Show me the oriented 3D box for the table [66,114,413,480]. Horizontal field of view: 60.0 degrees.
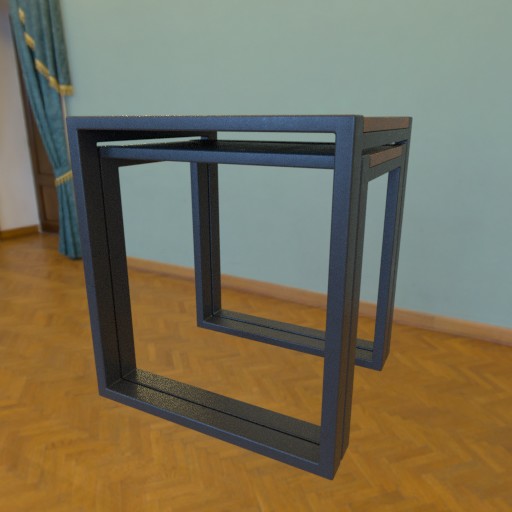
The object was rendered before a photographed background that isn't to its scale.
[{"bbox_3d":[0.000,0.000,0.915,0.500,0.550,0.449,9,19,26],"label":"table"}]
